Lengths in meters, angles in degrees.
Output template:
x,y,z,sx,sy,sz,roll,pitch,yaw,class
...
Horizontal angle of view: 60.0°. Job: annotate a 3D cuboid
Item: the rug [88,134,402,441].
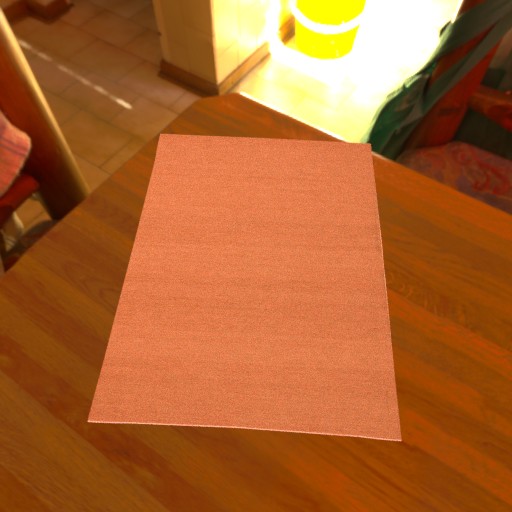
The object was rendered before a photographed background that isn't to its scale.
x,y,z,sx,sy,sz,roll,pitch,yaw,class
0.000,0.000,4.253,2.434,0.045,3.202,3,58,2,rug
